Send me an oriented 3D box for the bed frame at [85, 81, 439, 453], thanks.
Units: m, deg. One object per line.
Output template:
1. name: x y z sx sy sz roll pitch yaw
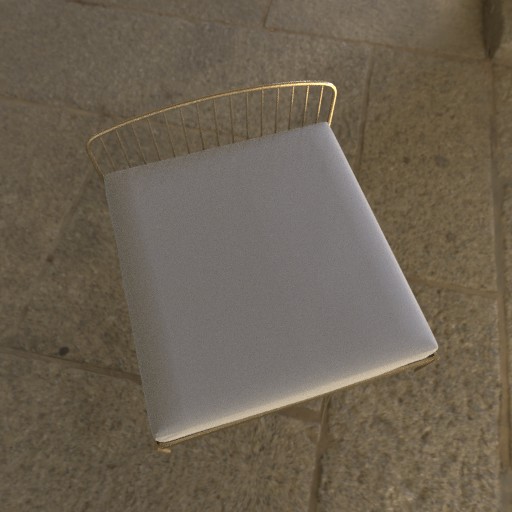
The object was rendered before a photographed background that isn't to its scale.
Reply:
1. bed frame: 0.000 0.000 3.290 2.016 1.174 2.152 -15 65 -7
